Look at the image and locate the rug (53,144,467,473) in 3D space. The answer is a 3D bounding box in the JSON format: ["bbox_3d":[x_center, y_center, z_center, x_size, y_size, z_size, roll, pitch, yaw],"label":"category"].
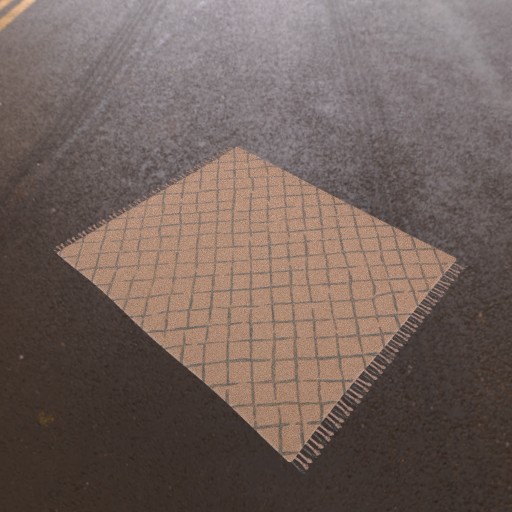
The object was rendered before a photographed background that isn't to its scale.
[{"bbox_3d":[0.000,0.000,4.877,3.585,0.036,2.892,33,54,28],"label":"rug"}]
